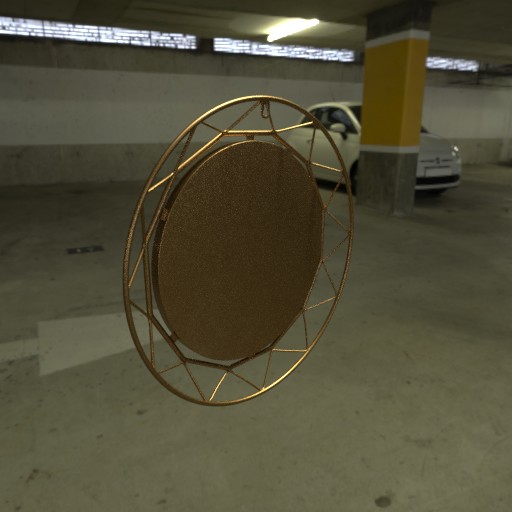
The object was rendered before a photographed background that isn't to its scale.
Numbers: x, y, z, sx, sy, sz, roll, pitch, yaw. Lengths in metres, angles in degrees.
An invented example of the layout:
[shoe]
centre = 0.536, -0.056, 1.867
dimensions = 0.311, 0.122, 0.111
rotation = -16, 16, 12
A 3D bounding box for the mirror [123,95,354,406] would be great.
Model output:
[mirror]
centre = 0.000, 0.000, 0.668
dimensions = 0.454, 0.454, 0.043
rotation = -15, 22, -42
